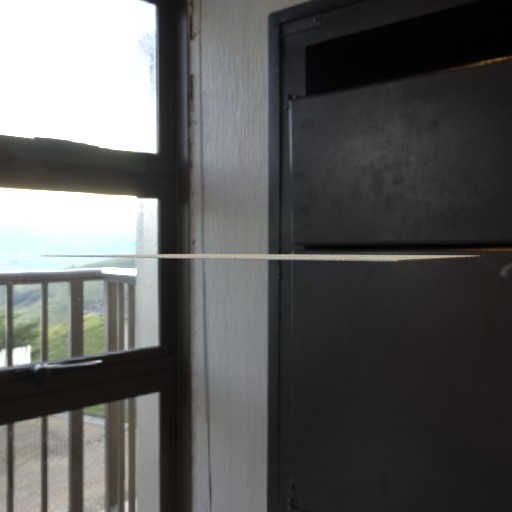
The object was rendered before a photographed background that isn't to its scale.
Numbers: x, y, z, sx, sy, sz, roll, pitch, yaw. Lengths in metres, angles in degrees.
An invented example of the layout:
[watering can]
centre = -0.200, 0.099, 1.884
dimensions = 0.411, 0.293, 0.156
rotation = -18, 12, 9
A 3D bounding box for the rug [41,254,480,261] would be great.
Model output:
[rug]
centre = 0.000, 0.000, 2.771
dimensions = 2.286, 0.006, 1.524
rotation = 0, 1, 36
